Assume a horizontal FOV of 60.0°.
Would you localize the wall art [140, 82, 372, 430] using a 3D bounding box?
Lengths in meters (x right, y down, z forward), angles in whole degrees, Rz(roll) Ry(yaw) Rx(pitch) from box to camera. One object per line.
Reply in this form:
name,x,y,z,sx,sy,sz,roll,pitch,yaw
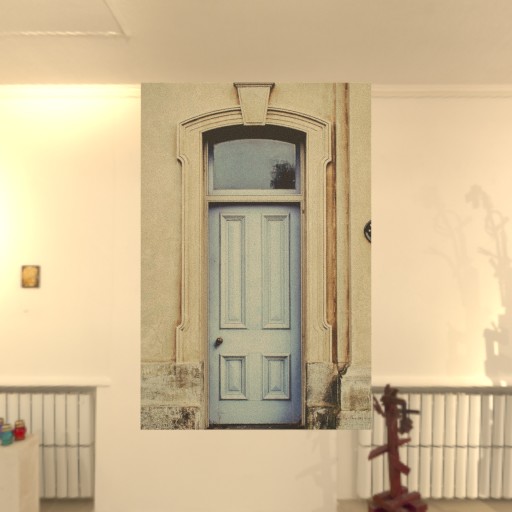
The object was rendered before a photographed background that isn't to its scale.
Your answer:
wall art,0.000,0.000,0.793,0.403,0.607,0.036,0,0,0
